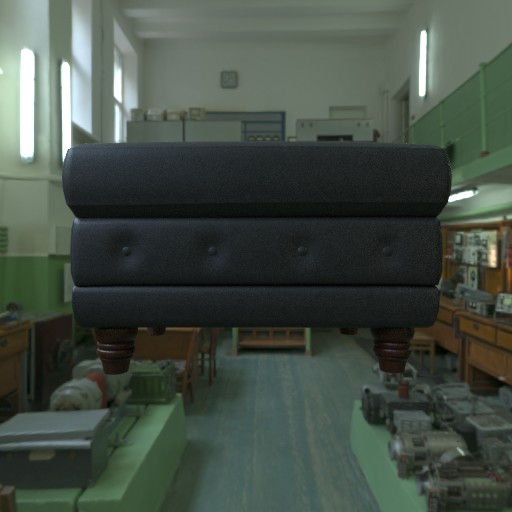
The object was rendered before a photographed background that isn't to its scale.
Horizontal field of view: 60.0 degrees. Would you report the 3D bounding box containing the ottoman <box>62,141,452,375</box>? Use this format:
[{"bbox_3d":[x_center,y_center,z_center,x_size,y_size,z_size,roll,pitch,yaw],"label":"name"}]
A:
[{"bbox_3d":[0.000,0.000,1.178,0.795,0.498,0.590,0,1,-1],"label":"ottoman"}]
